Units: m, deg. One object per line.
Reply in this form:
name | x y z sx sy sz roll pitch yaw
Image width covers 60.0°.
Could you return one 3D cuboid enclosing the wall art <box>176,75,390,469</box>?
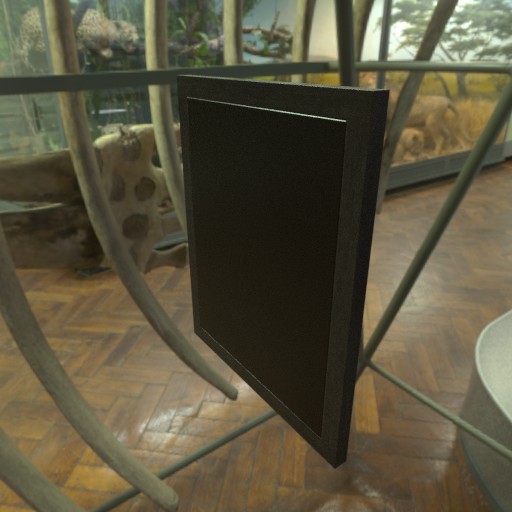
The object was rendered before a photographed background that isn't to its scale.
wall art | 0.000 0.000 0.787 0.027 0.580 0.479 -17 29 -32
